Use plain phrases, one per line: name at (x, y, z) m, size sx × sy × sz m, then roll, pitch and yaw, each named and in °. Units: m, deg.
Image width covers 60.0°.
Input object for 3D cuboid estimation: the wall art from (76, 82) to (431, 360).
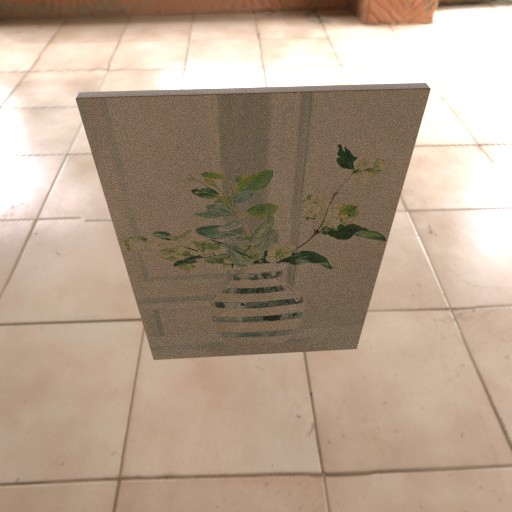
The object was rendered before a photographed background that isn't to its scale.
wall art at (0.000, 0.000, 1.576) m, size 0.914 × 1.212 × 0.038 m, roll -3°, pitch 45°, yaw -3°
